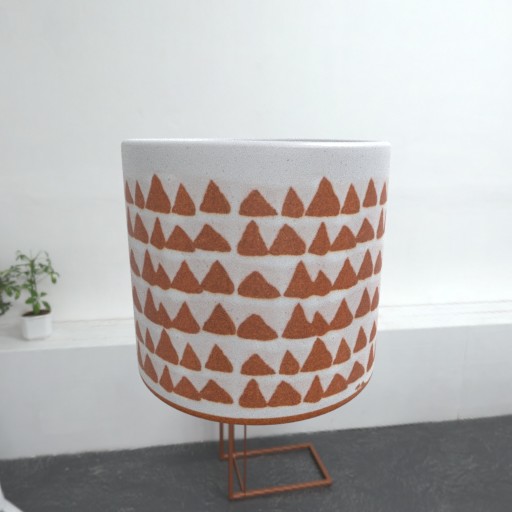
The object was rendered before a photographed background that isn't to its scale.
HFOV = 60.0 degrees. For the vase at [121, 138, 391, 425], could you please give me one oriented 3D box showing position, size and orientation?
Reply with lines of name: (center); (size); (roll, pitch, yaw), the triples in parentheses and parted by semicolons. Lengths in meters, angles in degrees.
vase: (0.000, 0.000, 0.249); (0.137, 0.127, 0.137); (0, 15, 0)
